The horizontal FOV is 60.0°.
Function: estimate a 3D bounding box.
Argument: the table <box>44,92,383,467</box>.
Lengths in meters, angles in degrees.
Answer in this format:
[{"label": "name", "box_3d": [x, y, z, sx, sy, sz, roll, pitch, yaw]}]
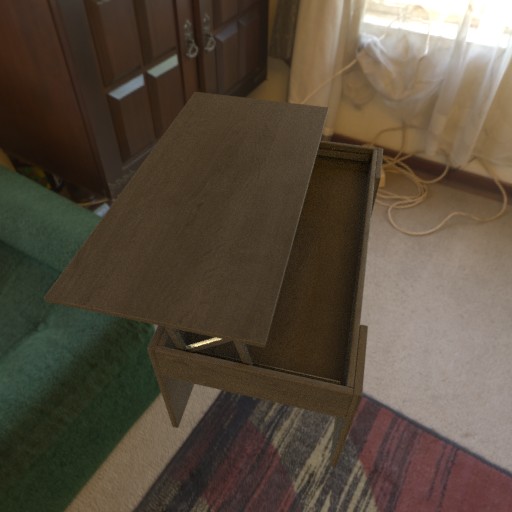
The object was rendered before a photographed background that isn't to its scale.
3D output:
[{"label": "table", "box_3d": [0.000, 0.000, 1.452, 0.711, 0.570, 1.000, 10, 47, 10]}]
